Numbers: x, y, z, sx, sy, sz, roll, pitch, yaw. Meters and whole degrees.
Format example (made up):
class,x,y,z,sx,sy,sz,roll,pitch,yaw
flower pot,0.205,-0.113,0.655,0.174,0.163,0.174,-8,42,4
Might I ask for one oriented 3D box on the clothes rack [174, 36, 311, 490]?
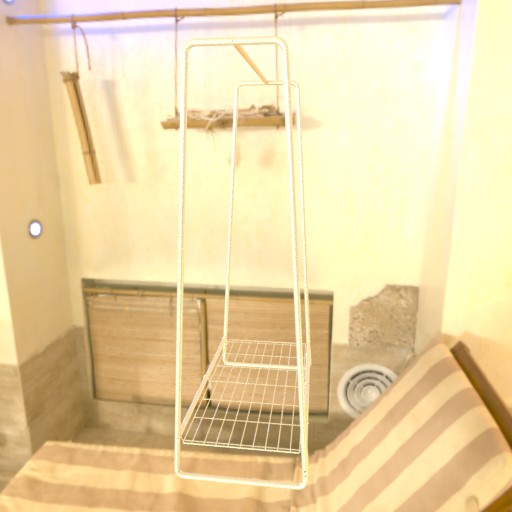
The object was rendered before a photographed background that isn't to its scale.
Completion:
class,x,y,z,sx,sy,sz,roll,pitch,yaw
clothes rack,0.000,0.000,1.865,0.495,1.500,0.900,2,14,7
